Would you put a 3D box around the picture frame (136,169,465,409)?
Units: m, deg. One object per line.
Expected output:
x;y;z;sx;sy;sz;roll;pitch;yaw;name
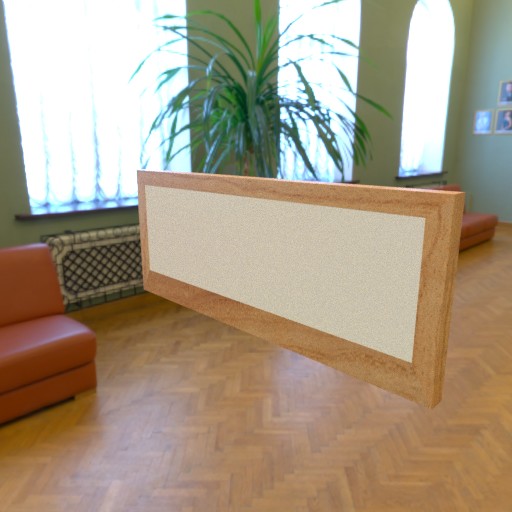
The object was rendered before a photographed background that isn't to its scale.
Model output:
0.000;0.000;0.667;0.582;0.234;0.045;14;20;43;picture frame
